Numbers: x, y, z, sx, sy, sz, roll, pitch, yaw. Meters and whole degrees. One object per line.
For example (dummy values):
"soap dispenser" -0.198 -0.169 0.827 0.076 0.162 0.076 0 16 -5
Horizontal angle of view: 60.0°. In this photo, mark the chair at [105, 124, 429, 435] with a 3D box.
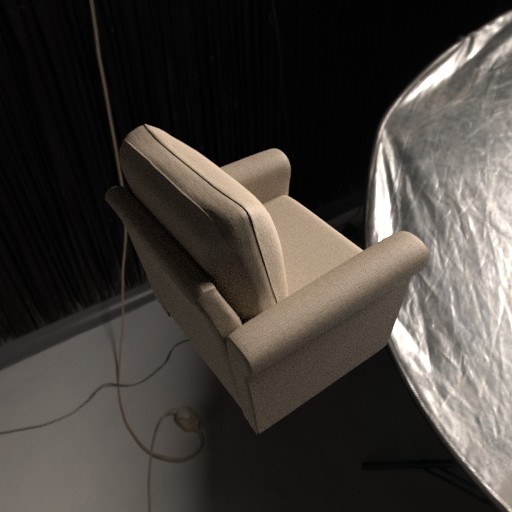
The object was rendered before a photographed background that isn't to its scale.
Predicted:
"chair" 0.000 0.000 2.360 1.180 1.349 1.275 -25 47 -26
